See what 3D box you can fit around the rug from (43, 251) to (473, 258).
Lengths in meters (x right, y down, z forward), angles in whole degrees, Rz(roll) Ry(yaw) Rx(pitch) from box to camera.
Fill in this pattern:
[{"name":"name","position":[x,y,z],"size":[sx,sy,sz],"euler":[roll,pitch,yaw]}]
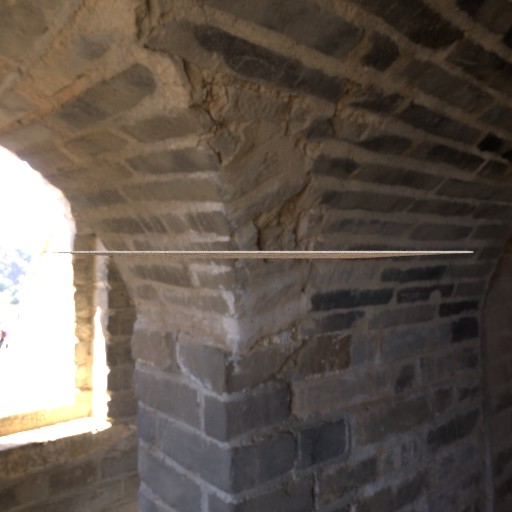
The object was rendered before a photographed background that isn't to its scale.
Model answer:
[{"name":"rug","position":[0.000,0.000,3.912],"size":[2.380,0.008,2.977],"euler":[0,-1,0]}]
